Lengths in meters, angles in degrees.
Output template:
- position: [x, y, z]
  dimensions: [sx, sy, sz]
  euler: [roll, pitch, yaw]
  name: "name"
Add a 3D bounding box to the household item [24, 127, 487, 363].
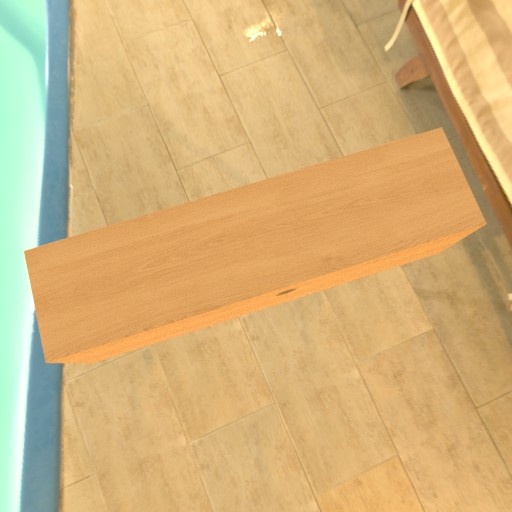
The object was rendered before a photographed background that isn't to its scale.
- position: [0.000, 0.000, 1.777]
  dimensions: [1.550, 0.600, 0.400]
  euler: [-17, 77, -4]
  name: "household item"
